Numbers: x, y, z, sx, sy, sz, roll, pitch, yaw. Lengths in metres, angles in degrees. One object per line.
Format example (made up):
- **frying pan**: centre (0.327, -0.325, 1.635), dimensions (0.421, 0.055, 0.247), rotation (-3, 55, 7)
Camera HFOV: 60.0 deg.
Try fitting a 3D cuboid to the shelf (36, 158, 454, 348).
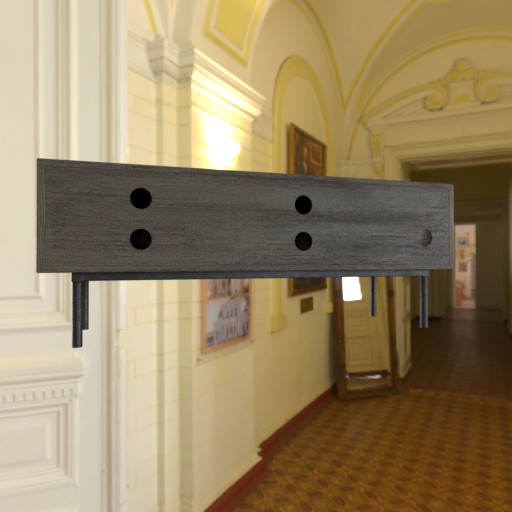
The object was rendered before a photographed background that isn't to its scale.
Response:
- **shelf**: centre (0.000, 0.000, 1.514), dimensions (1.300, 0.495, 0.400), rotation (0, 0, -18)
